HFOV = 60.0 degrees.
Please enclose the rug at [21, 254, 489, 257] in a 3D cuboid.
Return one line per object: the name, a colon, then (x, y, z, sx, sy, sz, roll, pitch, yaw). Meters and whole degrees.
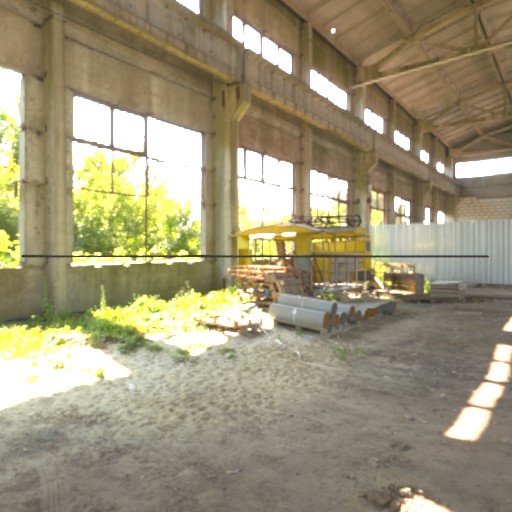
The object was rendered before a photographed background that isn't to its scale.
rug: (0.000, 0.000, 2.317, 1.820, 0.012, 1.207, 0, 0, 2)
